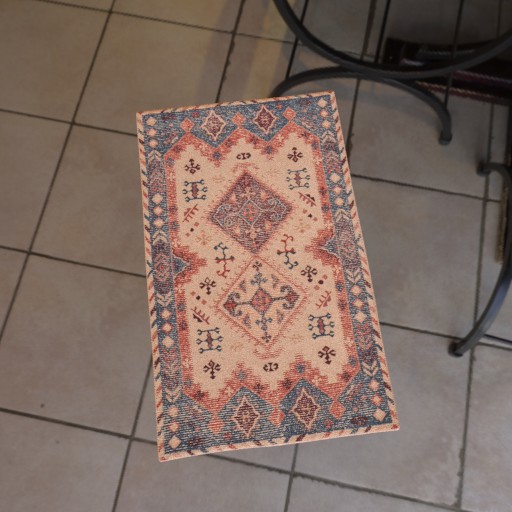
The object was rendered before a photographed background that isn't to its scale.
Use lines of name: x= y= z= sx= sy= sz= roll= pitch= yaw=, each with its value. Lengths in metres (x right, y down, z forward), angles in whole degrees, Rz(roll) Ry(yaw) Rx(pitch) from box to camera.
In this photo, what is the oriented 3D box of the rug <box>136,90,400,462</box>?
rug: x=0.000 y=0.000 z=3.070 sx=1.521 sy=0.023 sz=2.464 roll=-7 pitch=75 yaw=-2
